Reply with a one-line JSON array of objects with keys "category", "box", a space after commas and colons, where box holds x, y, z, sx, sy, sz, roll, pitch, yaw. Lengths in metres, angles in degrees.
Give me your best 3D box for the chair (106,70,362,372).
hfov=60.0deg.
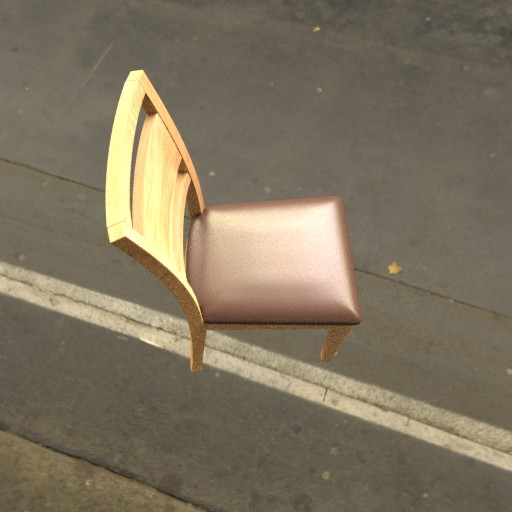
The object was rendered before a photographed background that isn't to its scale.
[{"category": "chair", "box": [0.000, 0.000, 1.234, 0.545, 0.940, 0.420, -2, 63, -1]}]
